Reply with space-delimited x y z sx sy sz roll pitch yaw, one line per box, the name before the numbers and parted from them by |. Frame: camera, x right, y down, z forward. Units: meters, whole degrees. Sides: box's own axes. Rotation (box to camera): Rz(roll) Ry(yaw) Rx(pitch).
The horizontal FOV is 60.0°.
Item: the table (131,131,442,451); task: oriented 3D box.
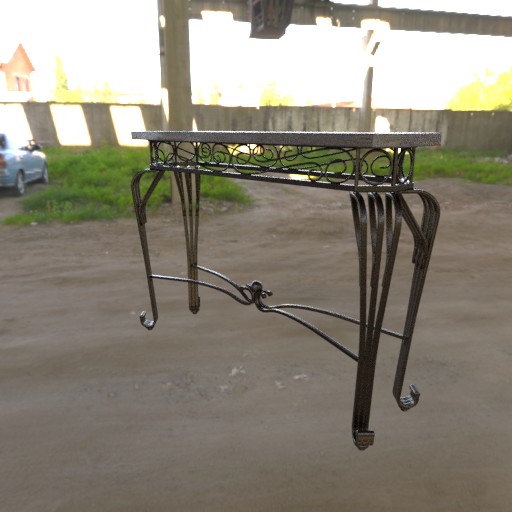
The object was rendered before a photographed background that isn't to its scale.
table | 0.000 0.000 1.484 1.112 0.800 0.329 15 22 43
